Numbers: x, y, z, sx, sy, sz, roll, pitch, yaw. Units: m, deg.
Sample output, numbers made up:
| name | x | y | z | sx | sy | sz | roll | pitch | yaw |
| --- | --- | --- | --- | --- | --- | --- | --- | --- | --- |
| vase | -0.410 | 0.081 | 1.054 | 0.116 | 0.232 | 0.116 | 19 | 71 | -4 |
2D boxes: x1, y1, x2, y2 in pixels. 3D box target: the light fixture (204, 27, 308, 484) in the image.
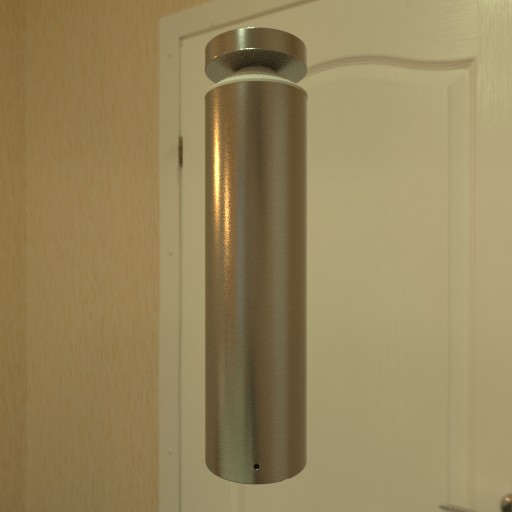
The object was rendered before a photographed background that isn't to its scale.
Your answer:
| name | x | y | z | sx | sy | sz | roll | pitch | yaw |
| --- | --- | --- | --- | --- | --- | --- | --- | --- | --- |
| light fixture | 0.000 | 0.000 | 0.438 | 0.102 | 0.400 | 0.102 | 0 | 0 | 0 |
